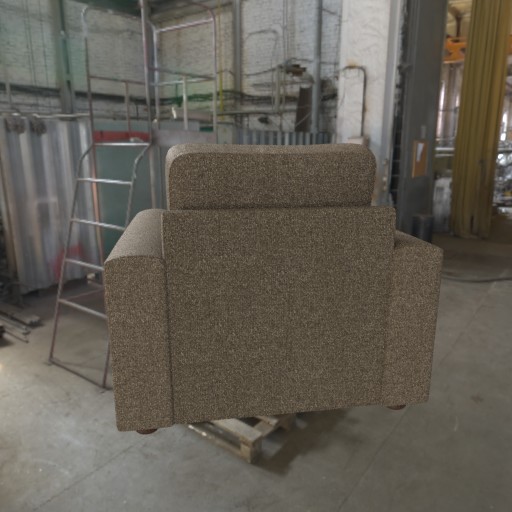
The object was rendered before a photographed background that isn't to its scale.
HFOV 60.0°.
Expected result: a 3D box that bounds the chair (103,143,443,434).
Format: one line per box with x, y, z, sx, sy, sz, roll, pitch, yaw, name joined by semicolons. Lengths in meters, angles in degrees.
0.000;0.000;1.777;1.005;0.873;1.016;-2;14;-9;chair
